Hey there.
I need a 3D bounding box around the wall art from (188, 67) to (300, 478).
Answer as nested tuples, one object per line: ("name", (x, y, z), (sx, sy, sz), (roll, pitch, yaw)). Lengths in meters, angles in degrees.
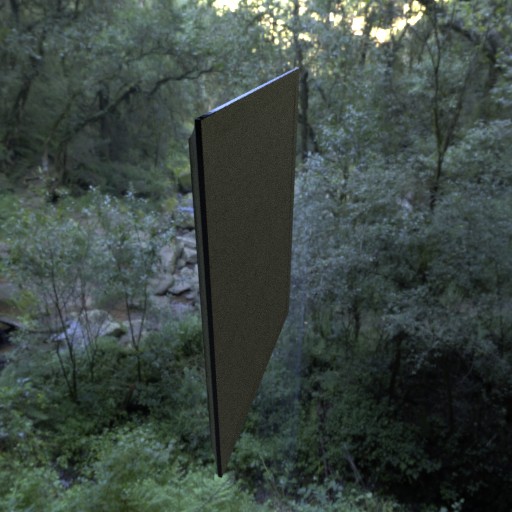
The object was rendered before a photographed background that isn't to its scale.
("wall art", (0.000, 0.000, 0.629), (0.023, 0.457, 0.381), (8, 30, 15))
